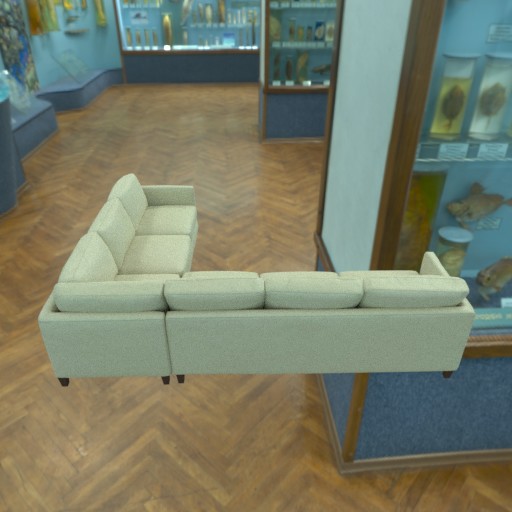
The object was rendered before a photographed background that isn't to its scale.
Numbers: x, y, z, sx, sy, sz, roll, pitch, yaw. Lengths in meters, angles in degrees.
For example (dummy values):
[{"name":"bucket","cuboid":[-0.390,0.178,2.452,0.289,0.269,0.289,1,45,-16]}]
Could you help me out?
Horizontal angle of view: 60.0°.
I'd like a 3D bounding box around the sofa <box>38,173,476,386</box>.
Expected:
[{"name":"sofa","cuboid":[0.000,0.000,4.471,3.302,0.947,2.593,-1,31,-1]}]
